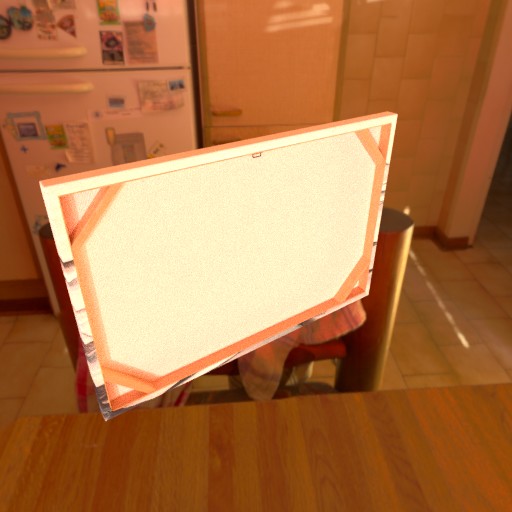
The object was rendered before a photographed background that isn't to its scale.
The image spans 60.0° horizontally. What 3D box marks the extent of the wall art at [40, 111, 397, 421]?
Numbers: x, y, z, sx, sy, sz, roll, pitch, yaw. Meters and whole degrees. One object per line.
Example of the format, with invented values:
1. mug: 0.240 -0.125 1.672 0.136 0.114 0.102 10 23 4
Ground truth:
1. wall art: 0.000 0.000 1.155 0.914 0.609 0.039 -20 36 -29
